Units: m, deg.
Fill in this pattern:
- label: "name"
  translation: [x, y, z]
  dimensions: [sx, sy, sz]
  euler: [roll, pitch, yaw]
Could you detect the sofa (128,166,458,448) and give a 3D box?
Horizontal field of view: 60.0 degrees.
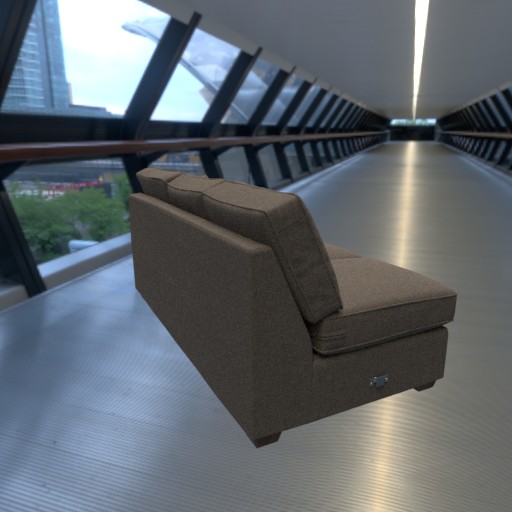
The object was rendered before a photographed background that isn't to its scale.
- label: "sofa"
  translation: [0.000, 0.000, 2.536]
  dimensions: [1.034, 0.946, 1.963]
  euler: [-7, 16, -26]
